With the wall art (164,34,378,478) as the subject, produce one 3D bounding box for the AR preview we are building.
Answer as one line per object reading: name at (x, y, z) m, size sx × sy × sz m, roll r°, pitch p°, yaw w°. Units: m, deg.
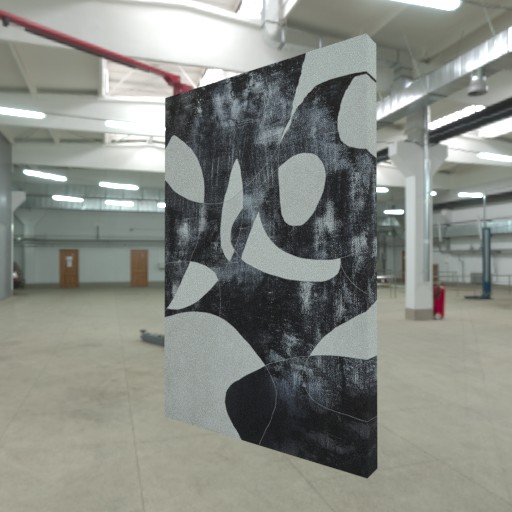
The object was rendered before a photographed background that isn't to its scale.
wall art at (0.000, 0.000, 0.743) m, size 0.407 × 0.610 × 0.039 m, roll 0°, pitch -1°, yaw 37°
